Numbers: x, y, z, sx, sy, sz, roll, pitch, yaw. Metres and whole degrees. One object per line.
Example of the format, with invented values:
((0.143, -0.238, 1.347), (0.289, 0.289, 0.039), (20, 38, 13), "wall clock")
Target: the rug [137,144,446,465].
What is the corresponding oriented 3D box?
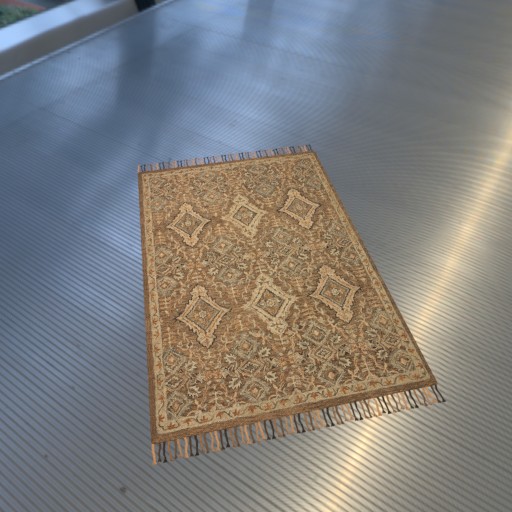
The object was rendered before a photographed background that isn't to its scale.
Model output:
((0.000, 0.000, 3.006), (1.516, 0.010, 2.434), (-9, 48, -8), "rug")
